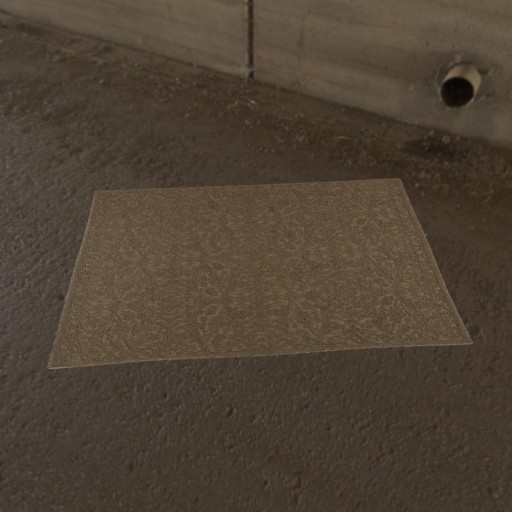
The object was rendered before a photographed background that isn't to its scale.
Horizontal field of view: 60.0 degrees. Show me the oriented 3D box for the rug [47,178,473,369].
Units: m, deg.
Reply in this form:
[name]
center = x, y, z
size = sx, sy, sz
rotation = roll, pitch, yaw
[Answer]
[rug]
center = 0.000, 0.000, 3.027
size = 2.435, 0.012, 1.529
rotation = -3, 48, -3
